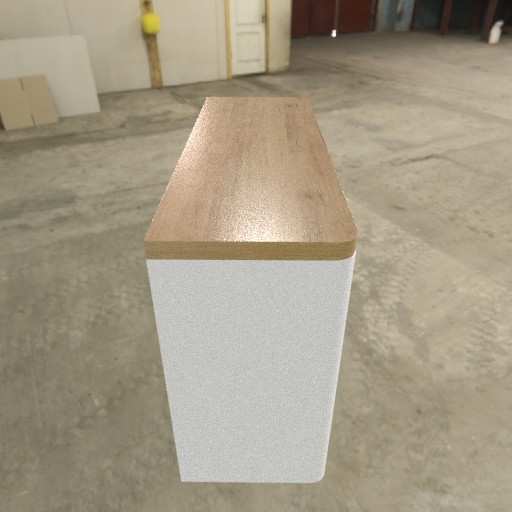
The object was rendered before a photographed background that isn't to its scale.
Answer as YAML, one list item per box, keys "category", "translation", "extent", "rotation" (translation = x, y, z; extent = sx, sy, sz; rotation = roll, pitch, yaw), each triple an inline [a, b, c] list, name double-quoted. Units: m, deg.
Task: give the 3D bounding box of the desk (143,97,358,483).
- category: "desk"
  translation: [0.000, 0.000, 1.457]
  extent: [0.390, 0.760, 1.100]
  rotation: [0, 32, 1]
